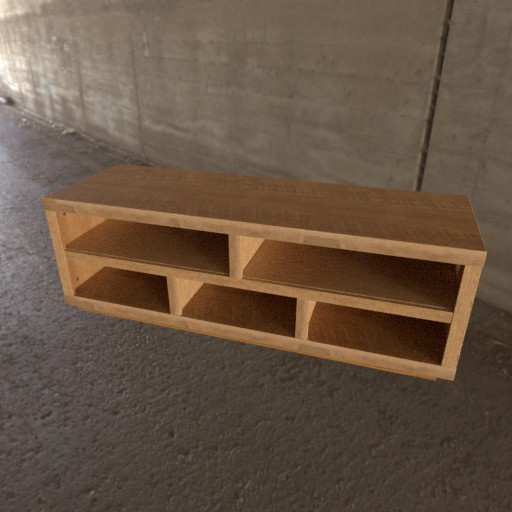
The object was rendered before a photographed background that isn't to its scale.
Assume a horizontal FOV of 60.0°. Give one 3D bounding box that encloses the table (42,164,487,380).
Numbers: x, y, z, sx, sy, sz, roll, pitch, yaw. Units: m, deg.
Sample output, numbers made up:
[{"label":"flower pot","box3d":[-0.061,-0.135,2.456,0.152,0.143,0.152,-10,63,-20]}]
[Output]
[{"label":"table","box3d":[0.000,0.000,1.750,1.499,0.491,0.499,8,28,16]}]
